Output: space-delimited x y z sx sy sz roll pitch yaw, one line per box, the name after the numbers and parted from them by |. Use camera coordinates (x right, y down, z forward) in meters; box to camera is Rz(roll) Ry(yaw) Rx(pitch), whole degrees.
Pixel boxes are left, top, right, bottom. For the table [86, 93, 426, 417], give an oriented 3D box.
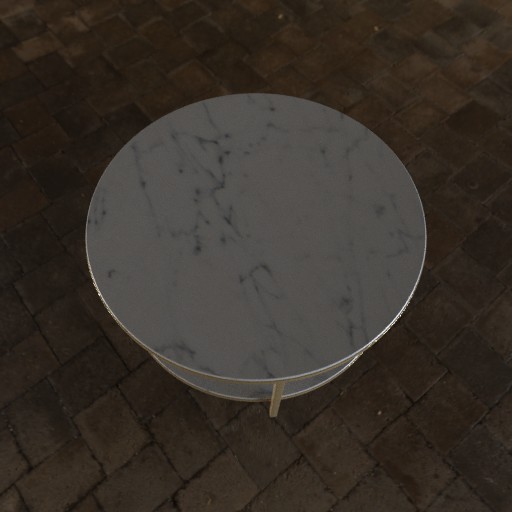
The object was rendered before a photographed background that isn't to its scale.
0.000 0.000 1.248 0.800 0.450 0.800 0 61 0 | table
